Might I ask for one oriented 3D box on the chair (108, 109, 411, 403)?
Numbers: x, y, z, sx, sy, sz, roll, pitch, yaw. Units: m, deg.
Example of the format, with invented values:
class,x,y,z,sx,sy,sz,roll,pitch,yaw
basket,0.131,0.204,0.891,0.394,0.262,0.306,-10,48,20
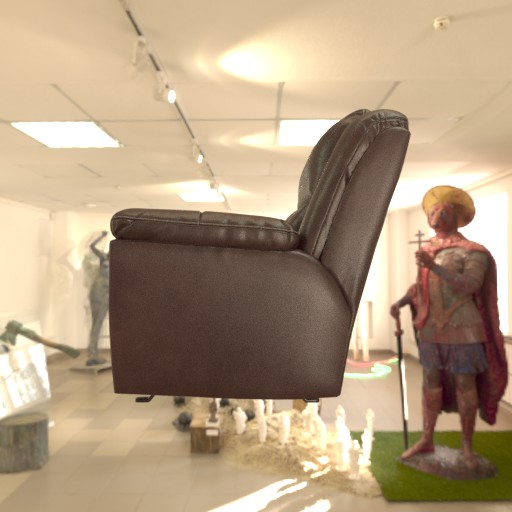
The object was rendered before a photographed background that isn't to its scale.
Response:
class,x,y,z,sx,sy,sz,roll,pitch,yaw
chair,0.000,0.000,1.896,1.041,1.093,0.990,0,-1,0
